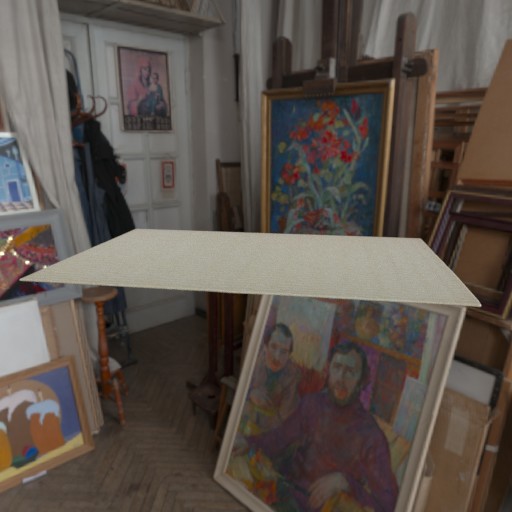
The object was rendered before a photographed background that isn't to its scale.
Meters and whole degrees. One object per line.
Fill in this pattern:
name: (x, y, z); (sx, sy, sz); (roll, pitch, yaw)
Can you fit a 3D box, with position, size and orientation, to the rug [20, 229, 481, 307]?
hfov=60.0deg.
rug: (0.000, 0.000, 3.018); (2.441, 0.014, 1.531); (2, 15, 9)
